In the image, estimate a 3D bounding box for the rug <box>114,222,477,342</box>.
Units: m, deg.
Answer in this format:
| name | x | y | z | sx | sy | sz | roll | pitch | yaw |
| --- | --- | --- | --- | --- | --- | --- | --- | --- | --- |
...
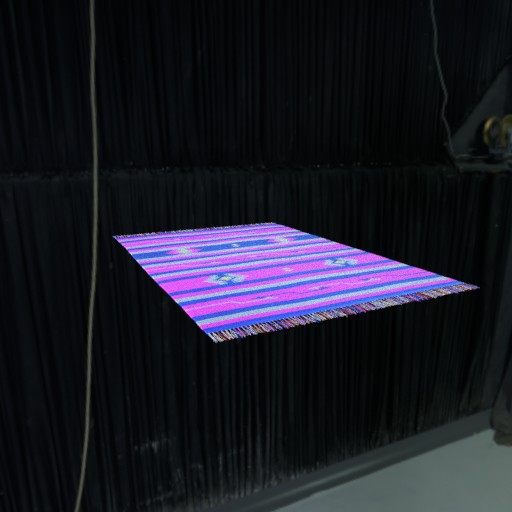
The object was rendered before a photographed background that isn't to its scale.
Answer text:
| name | x | y | z | sx | sy | sz | roll | pitch | yaw |
| --- | --- | --- | --- | --- | --- | --- | --- | --- | --- |
| rug | 0.000 | 0.000 | 3.065 | 1.539 | 0.013 | 2.350 | -7 | 16 | -26 |
